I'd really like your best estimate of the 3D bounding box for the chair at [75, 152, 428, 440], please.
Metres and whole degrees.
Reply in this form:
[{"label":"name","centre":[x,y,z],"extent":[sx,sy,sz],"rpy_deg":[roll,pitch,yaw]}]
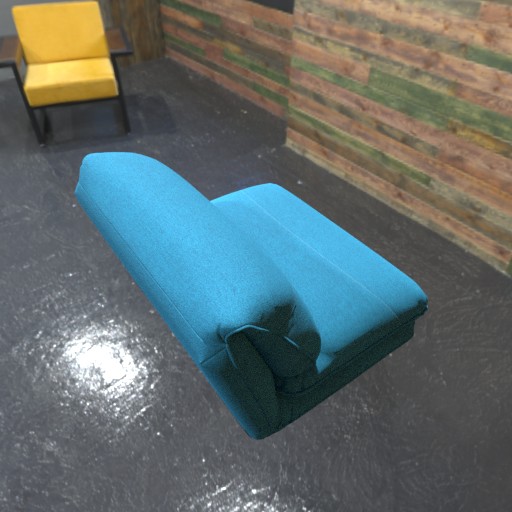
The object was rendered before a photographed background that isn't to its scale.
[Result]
[{"label":"chair","centre":[0.000,0.000,1.358],"extent":[0.780,0.580,0.820],"rpy_deg":[-25,47,-26]}]
